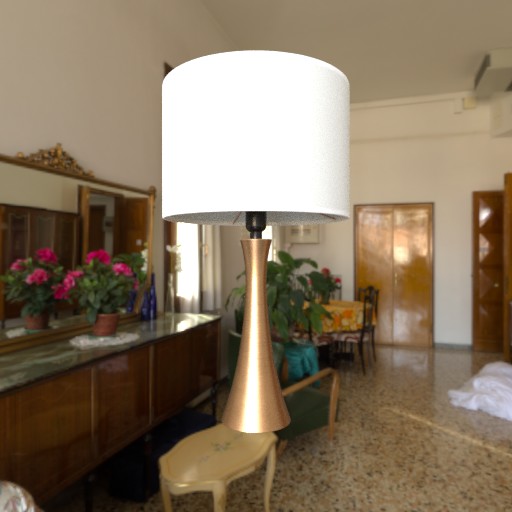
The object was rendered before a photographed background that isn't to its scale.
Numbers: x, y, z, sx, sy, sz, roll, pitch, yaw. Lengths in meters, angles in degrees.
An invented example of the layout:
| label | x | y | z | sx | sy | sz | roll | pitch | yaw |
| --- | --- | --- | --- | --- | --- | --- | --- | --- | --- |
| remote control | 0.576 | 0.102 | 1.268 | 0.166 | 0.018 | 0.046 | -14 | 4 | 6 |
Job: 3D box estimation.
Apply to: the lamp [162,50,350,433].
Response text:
| label | x | y | z | sx | sy | sz | roll | pitch | yaw |
| --- | --- | --- | --- | --- | --- | --- | --- | --- | --- |
| lamp | 0.000 | 0.000 | 0.649 | 0.268 | 0.479 | 0.268 | 0 | 0 | -18 |
